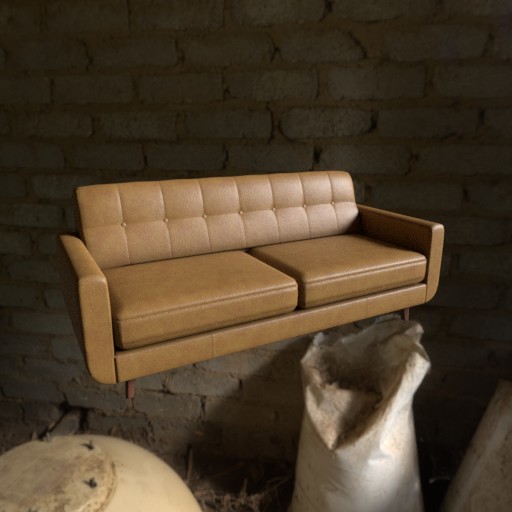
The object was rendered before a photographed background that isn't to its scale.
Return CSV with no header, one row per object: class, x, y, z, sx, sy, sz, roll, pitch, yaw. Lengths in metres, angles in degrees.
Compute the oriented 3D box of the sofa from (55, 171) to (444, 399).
sofa,0.000,0.000,2.676,2.137,0.892,0.980,-9,19,-27
